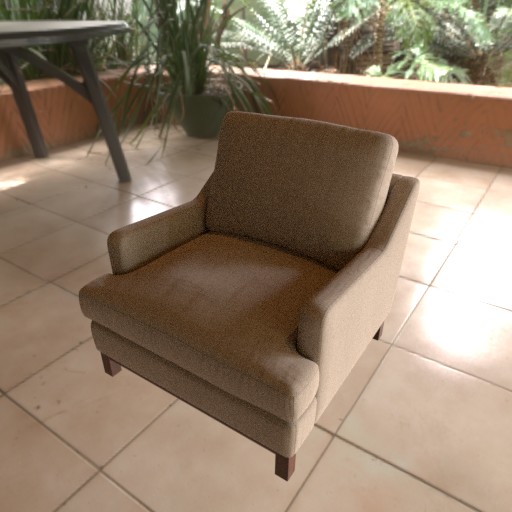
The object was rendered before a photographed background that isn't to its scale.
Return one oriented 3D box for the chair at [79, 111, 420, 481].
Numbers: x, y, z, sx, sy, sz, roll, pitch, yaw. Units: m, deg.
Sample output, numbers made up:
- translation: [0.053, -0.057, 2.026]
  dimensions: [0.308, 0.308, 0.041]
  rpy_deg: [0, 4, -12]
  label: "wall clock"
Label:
- translation: [0.000, 0.000, 1.695]
  dimensions: [0.912, 0.916, 1.001]
  rpy_deg: [18, 35, 29]
  label: "chair"
